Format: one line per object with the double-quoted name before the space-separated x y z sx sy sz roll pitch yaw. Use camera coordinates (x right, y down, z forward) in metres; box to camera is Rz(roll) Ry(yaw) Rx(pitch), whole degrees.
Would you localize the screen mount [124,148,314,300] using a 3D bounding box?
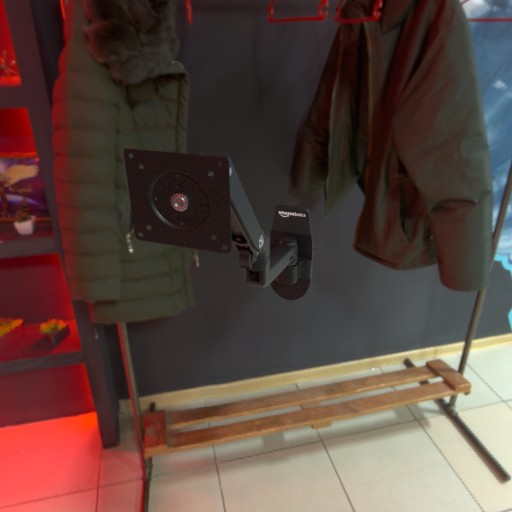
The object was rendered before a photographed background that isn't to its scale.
"screen mount" 0.000 0.000 0.744 0.115 0.466 0.495 9 29 17
